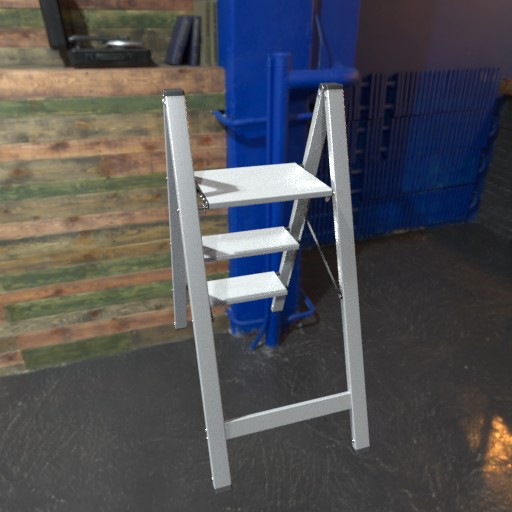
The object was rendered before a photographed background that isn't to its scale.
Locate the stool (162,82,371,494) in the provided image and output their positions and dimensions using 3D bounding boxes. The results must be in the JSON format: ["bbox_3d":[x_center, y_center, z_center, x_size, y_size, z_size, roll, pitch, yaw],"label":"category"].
[{"bbox_3d":[0.000,0.000,1.255,0.441,0.902,0.730,-8,28,-15],"label":"stool"}]
